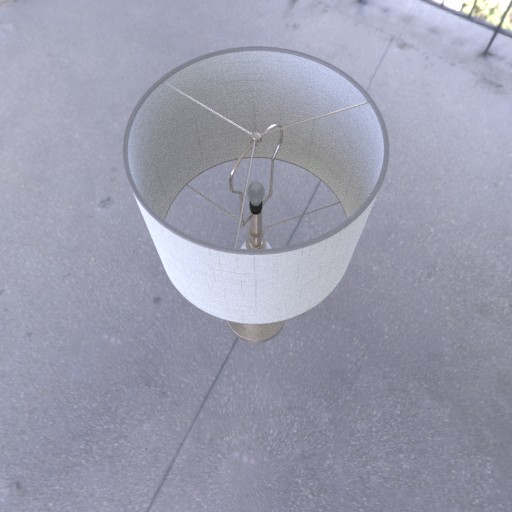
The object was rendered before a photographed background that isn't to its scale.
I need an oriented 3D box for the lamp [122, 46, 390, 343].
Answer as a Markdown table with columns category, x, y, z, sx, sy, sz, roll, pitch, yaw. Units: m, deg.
| category | x | y | z | sx | sy | sz | roll | pitch | yaw |
| --- | --- | --- | --- | --- | --- | --- | --- | --- | --- |
| lamp | 0.000 | 0.000 | 0.715 | 0.280 | 0.559 | 0.282 | 35 | 68 | 16 |
